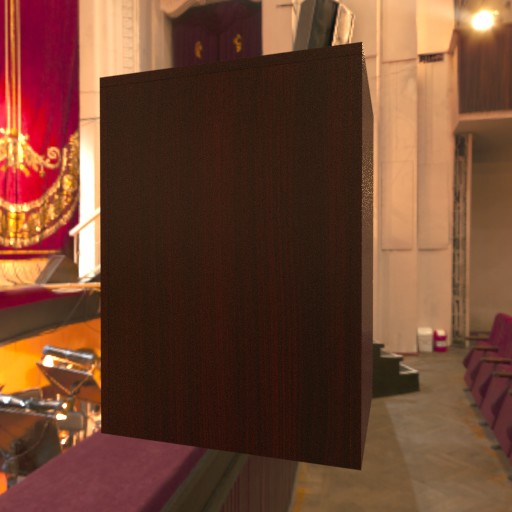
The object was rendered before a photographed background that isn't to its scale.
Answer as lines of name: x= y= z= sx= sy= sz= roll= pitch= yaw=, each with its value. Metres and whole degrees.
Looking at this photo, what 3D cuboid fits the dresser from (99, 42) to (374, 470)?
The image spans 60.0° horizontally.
dresser: x=0.000 y=0.000 z=0.808 sx=0.400 sy=0.560 sz=0.360 roll=0 pitch=1 yaw=17
